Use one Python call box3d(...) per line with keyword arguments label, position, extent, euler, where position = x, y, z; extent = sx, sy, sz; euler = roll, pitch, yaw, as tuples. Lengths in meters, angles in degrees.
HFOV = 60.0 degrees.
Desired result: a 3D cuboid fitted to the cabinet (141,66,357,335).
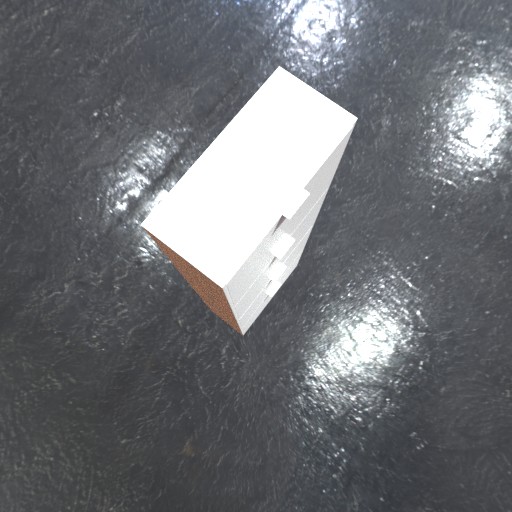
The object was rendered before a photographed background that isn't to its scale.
box3d(label="cabinet", position=(0.000, 0.000, 1.821), extent=(0.255, 1.630, 0.520), euler=(37, 79, 8))
